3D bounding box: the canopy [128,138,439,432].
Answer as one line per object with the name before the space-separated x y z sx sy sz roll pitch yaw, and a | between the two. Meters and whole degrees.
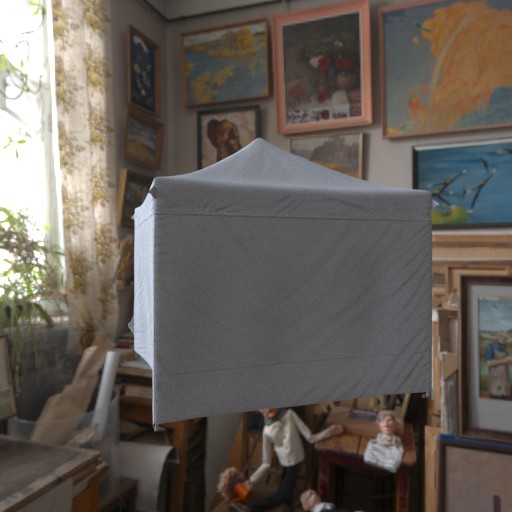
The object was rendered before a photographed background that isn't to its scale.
canopy | 0.000 0.000 5.688 3.043 2.997 3.121 0 1 -18
